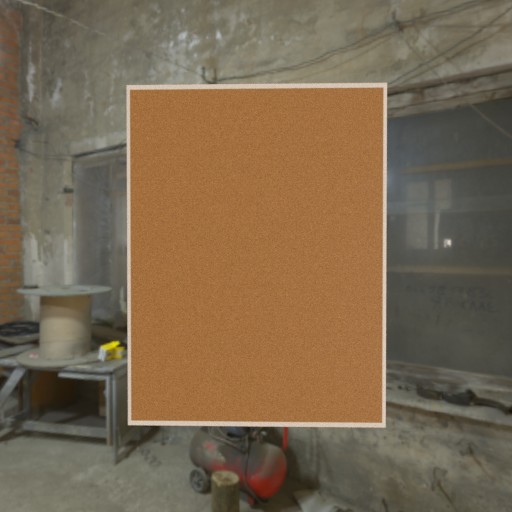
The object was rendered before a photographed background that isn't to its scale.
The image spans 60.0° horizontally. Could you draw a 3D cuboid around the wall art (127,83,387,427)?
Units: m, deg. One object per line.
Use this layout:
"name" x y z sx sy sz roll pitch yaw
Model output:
"wall art" 0.000 0.000 1.376 0.795 1.050 0.039 0 1 1
